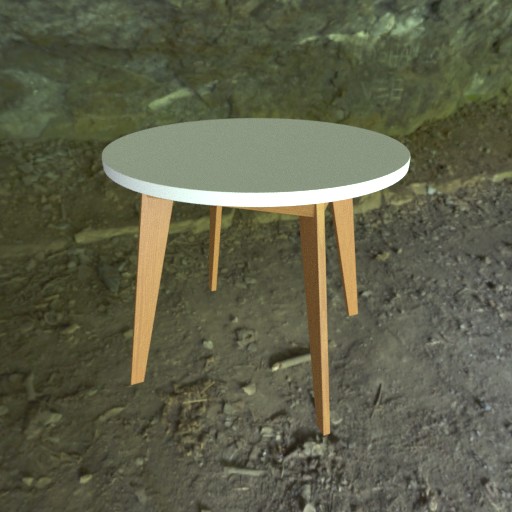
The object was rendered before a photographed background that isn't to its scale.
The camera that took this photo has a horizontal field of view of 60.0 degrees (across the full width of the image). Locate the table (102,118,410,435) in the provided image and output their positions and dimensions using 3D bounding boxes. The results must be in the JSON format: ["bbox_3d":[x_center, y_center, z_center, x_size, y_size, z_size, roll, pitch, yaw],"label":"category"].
[{"bbox_3d":[0.000,0.000,1.520,0.896,0.762,0.896,0,27,0],"label":"table"}]
